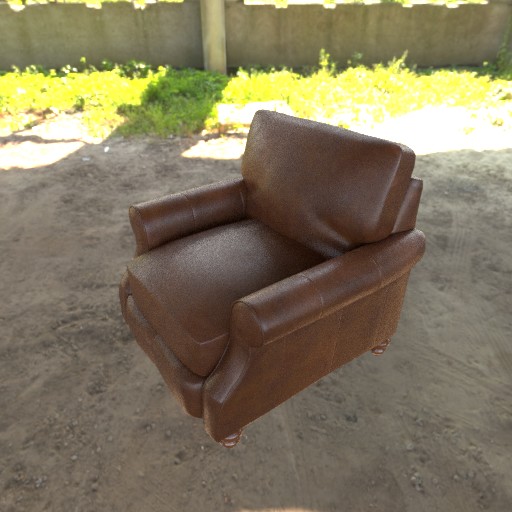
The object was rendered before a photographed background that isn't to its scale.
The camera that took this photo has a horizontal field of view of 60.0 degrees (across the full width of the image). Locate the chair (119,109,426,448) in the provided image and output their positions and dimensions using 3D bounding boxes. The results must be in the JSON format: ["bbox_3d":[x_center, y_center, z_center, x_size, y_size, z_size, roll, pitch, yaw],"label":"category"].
[{"bbox_3d":[0.000,0.000,1.797,0.992,0.972,0.989,-21,37,-30],"label":"chair"}]
